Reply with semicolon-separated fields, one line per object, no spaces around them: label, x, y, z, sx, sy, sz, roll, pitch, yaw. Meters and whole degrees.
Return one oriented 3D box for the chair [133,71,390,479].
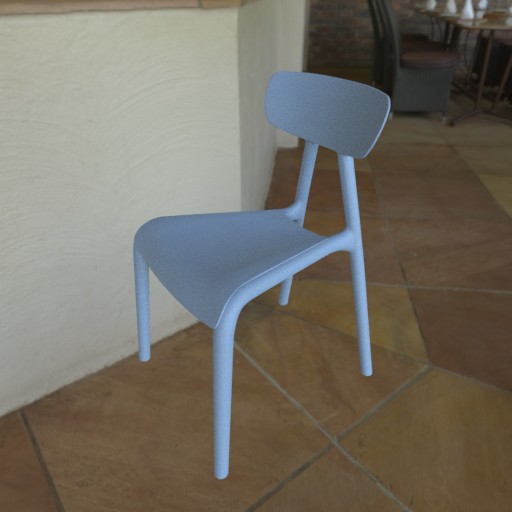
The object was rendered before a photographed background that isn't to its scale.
chair;0.000;0.000;0.818;0.401;0.580;0.356;-20;37;-29
